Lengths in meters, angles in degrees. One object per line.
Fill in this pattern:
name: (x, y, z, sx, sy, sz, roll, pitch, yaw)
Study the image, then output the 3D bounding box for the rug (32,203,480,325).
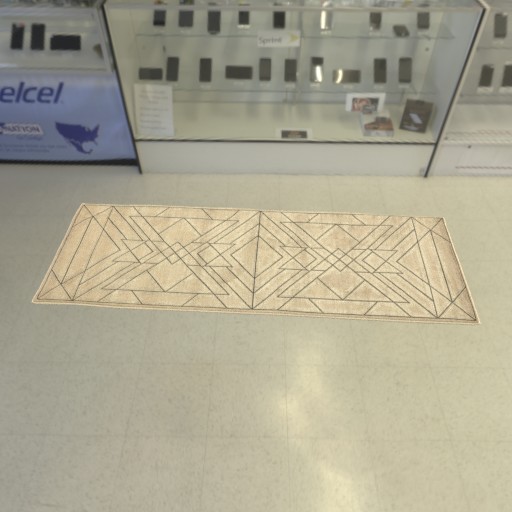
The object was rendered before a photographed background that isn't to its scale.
rug: (0.000, 0.000, 2.620, 2.381, 0.036, 0.831, 2, 47, 2)
